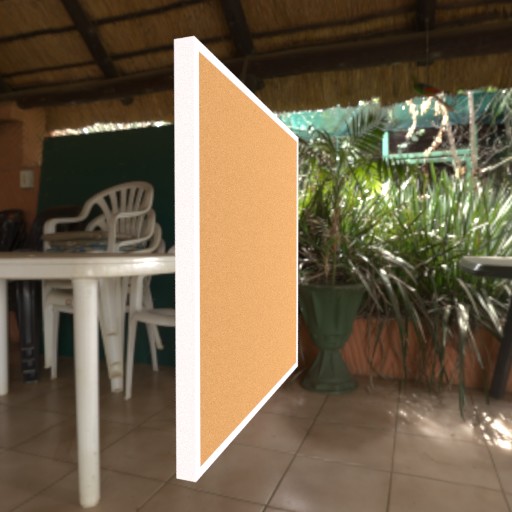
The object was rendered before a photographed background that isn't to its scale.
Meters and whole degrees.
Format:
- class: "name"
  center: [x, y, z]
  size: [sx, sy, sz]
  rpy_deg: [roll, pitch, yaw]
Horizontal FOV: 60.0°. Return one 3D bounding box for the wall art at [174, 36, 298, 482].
- class: "wall art"
  center: [0.000, 0.000, 1.123]
  size: [0.038, 0.762, 0.762]
  rpy_deg: [1, 2, 19]
